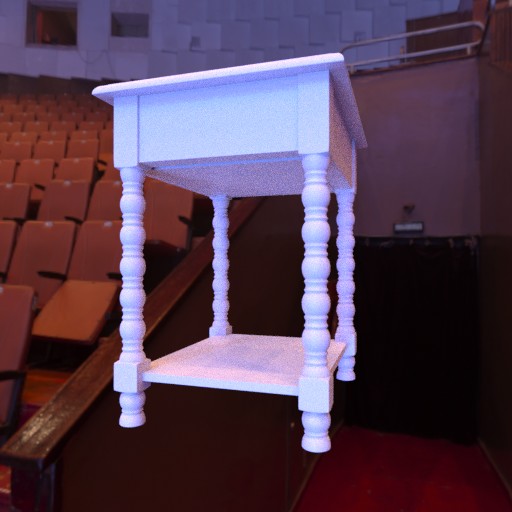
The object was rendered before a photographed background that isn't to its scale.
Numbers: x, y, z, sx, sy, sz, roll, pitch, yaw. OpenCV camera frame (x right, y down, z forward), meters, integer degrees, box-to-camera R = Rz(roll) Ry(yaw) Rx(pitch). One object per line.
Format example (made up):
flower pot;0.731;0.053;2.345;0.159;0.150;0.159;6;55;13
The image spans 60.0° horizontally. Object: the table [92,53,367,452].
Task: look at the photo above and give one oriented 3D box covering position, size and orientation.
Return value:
table;0.000;0.000;0.837;0.381;0.531;0.460;0;0;18
